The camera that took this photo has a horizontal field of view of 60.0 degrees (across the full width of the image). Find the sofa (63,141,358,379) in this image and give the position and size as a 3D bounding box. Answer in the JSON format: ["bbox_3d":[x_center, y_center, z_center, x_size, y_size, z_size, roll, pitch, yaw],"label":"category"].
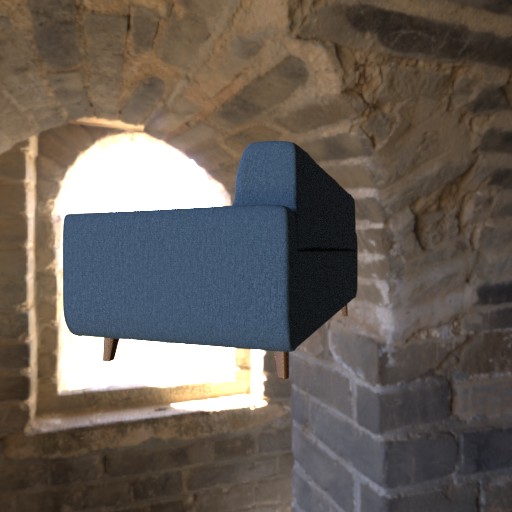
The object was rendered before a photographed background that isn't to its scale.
[{"bbox_3d":[0.000,0.000,2.562,0.942,0.884,2.055,0,1,19],"label":"sofa"}]
